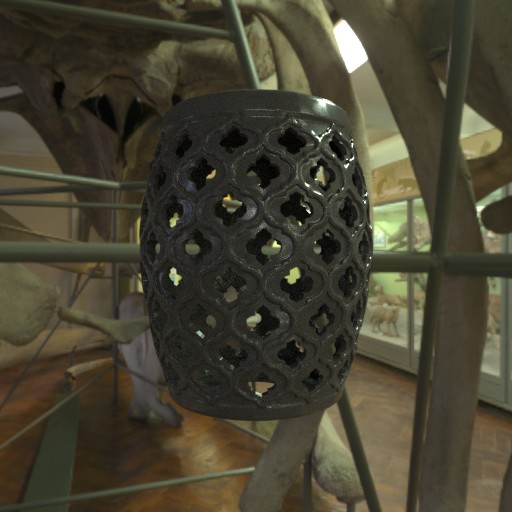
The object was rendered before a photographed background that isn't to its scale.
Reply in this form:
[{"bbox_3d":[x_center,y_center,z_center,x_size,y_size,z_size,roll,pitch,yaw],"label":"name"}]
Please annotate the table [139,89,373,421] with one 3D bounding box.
[{"bbox_3d":[0.000,0.000,0.636,0.325,0.388,0.325,0,0,0],"label":"table"}]
